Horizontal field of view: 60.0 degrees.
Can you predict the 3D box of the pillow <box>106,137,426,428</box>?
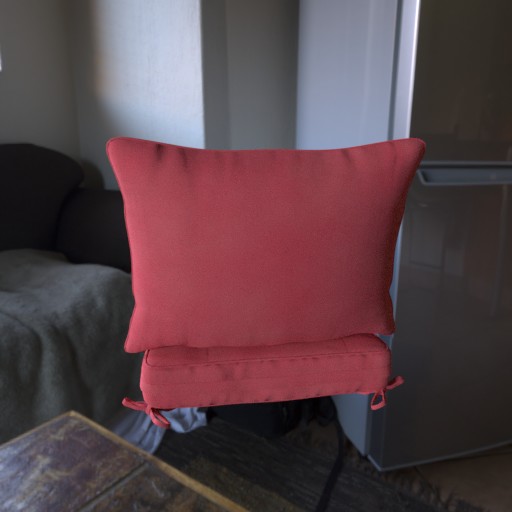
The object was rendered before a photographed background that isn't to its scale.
[{"bbox_3d":[0.000,0.000,1.401,0.798,0.725,0.733,-2,15,-8],"label":"pillow"}]
